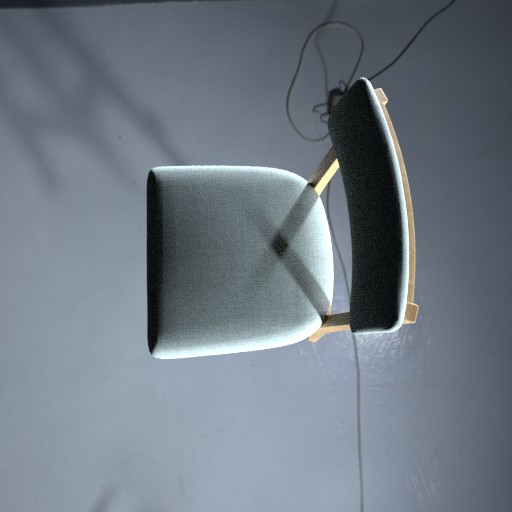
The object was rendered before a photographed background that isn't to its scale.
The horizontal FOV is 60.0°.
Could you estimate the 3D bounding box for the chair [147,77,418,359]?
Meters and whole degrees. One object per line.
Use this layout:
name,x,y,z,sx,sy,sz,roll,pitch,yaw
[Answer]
chair,0.000,0.000,1.186,0.572,0.832,0.508,-3,76,-1
